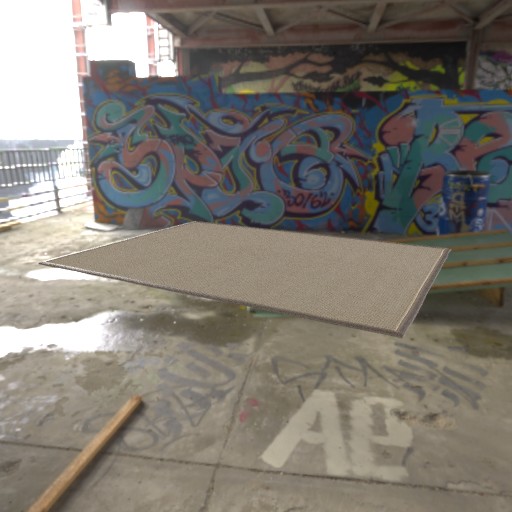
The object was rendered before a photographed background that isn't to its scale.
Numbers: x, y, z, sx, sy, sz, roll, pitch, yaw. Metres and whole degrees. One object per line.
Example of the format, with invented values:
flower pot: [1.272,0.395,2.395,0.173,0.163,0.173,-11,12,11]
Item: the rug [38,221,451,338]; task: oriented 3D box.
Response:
rug: [0.000,0.000,2.739,2.081,0.020,1.525,8,17,28]
